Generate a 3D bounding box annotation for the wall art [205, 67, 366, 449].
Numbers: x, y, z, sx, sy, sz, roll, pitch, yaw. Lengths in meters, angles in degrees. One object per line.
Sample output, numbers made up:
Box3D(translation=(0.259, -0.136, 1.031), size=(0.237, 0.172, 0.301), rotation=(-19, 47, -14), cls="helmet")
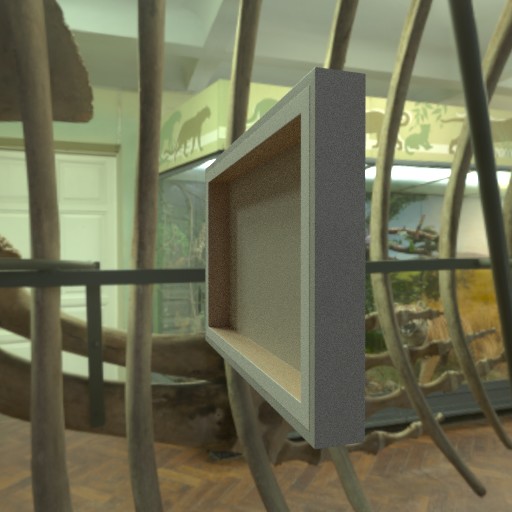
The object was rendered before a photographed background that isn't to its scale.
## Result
Box3D(translation=(0.000, 0.000, 0.481), size=(0.038, 0.254, 0.381), rotation=(0, 1, -17), cls="wall art")
